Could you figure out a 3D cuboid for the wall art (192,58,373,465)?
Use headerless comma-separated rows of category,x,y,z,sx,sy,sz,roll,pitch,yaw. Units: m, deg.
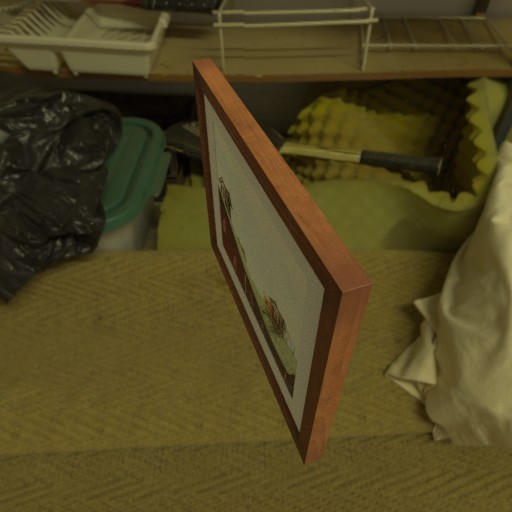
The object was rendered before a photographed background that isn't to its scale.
wall art,0.000,0.000,0.765,0.033,0.457,0.558,-15,48,-14
